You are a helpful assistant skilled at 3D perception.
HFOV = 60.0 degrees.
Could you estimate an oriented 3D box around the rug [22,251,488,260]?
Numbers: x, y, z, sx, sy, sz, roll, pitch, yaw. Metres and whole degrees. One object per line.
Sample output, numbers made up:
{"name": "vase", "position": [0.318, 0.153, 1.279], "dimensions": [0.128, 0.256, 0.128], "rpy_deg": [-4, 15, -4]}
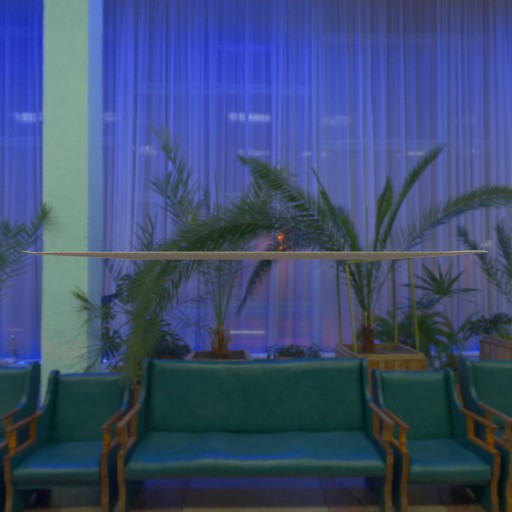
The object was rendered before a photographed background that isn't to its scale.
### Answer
{"name": "rug", "position": [0.000, 0.000, 3.875], "dimensions": [2.897, 0.035, 2.277], "rpy_deg": [0, -1, 1]}
